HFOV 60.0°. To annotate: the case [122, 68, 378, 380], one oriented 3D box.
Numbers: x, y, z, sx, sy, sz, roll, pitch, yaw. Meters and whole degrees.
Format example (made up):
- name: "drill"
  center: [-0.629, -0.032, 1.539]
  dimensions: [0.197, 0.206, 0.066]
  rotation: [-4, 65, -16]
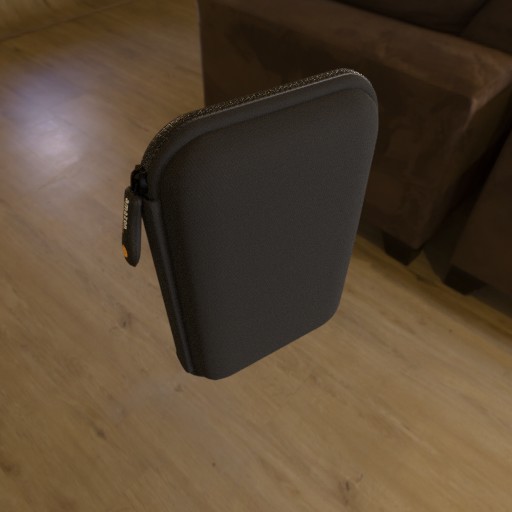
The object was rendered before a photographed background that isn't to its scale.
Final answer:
- name: "case"
  center: [0.000, 0.000, 0.194]
  dimensions: [0.107, 0.147, 0.030]
  rotation: [-24, 51, -21]
